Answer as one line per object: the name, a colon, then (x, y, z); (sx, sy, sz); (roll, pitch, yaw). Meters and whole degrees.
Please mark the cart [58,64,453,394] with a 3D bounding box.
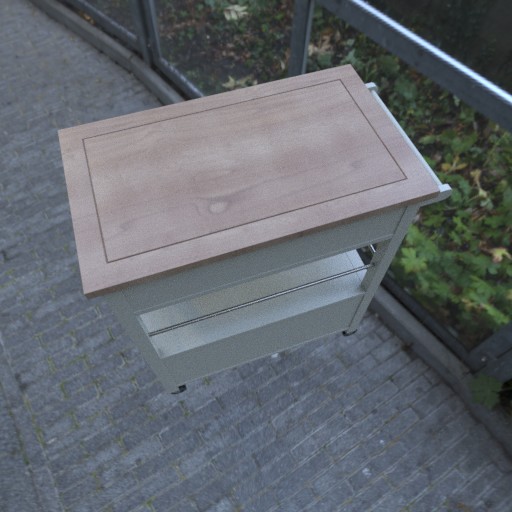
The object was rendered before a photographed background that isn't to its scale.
cart: (0.000, 0.000, 1.397); (0.840, 0.901, 0.459); (-16, 60, -10)
